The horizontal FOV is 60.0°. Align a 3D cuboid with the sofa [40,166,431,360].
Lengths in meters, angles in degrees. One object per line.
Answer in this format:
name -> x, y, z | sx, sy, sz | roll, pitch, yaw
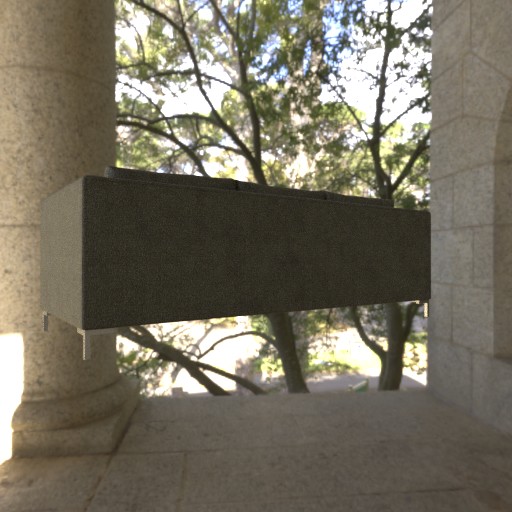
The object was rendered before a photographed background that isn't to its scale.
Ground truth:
sofa -> 0.000, 0.000, 2.885 | 2.415, 0.867, 0.969 | 0, -1, -35
